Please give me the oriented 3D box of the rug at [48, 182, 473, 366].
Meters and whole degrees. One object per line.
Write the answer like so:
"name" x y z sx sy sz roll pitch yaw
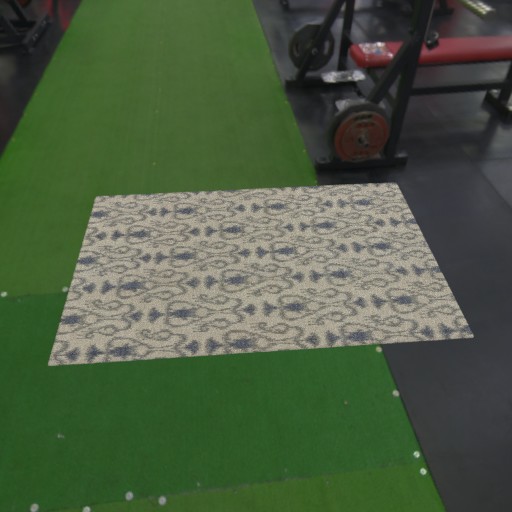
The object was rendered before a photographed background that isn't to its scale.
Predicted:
"rug" 0.000 0.000 2.069 1.652 0.006 1.035 -3 45 -3
